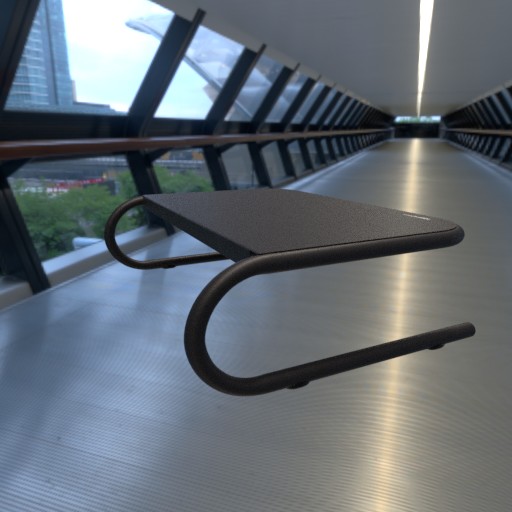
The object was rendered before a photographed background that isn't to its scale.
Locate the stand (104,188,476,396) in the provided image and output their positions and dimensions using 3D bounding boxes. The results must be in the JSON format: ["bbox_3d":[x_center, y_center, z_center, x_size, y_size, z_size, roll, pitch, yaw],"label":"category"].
[{"bbox_3d":[0.000,0.000,0.502,0.280,0.108,0.370,-7,16,-25],"label":"stand"}]
